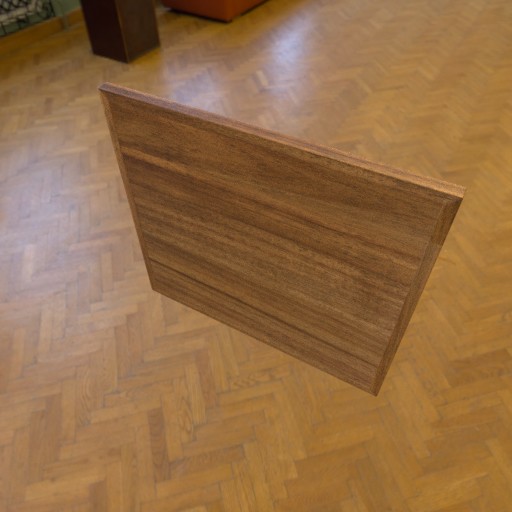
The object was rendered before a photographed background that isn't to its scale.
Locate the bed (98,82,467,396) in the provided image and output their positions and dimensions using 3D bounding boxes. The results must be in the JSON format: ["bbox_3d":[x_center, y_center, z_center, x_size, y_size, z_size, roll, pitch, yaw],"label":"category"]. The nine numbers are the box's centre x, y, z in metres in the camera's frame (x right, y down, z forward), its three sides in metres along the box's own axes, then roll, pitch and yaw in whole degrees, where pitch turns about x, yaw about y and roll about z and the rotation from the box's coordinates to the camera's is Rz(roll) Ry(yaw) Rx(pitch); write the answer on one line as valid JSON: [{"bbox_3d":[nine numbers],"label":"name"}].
[{"bbox_3d":[0.000,0.000,1.478,1.041,0.940,0.043,22,51,20],"label":"bed"}]
